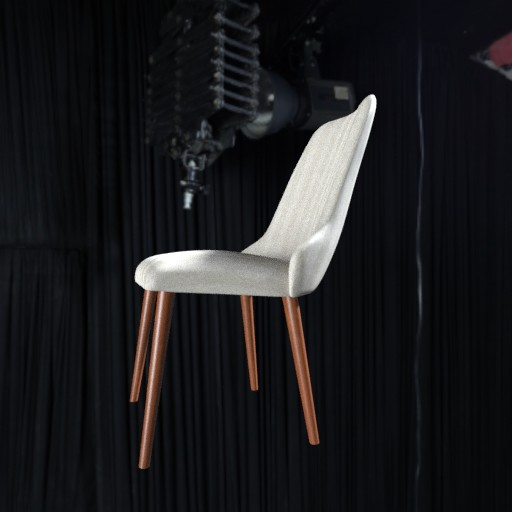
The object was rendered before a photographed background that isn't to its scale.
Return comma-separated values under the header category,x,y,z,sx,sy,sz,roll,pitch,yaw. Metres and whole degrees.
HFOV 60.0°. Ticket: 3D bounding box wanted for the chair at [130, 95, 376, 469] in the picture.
category,x,y,z,sx,sy,sz,roll,pitch,yaw
chair,0.000,0.000,1.290,0.684,0.917,0.526,0,-1,-18
